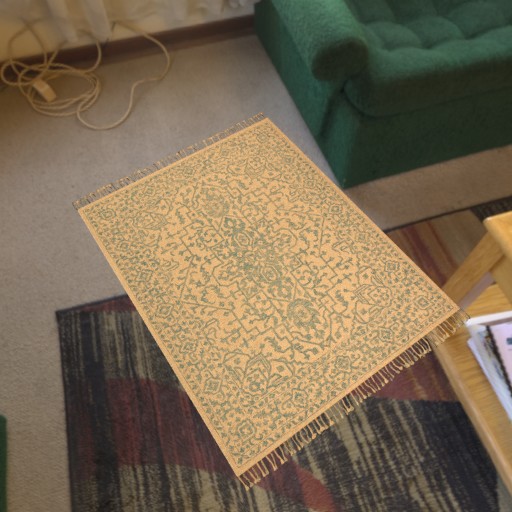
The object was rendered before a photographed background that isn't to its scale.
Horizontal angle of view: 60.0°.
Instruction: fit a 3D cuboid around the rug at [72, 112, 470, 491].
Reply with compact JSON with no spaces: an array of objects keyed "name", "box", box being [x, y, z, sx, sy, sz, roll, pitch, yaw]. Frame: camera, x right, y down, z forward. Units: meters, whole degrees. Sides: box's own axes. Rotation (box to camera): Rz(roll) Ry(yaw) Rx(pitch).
[{"name":"rug","box":[0.000,0.000,4.347,2.464,0.010,3.327,-31,64,-17]}]
